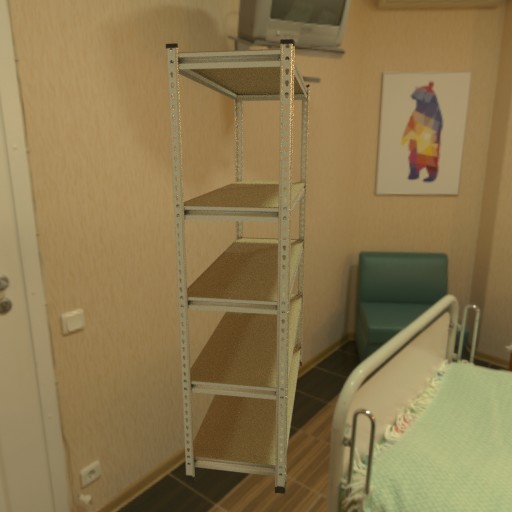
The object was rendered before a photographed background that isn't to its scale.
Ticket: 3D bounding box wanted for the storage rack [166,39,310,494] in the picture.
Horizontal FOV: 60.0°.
[{"bbox_3d":[0.000,0.000,2.336,0.457,1.829,1.219,2,14,9],"label":"storage rack"}]
